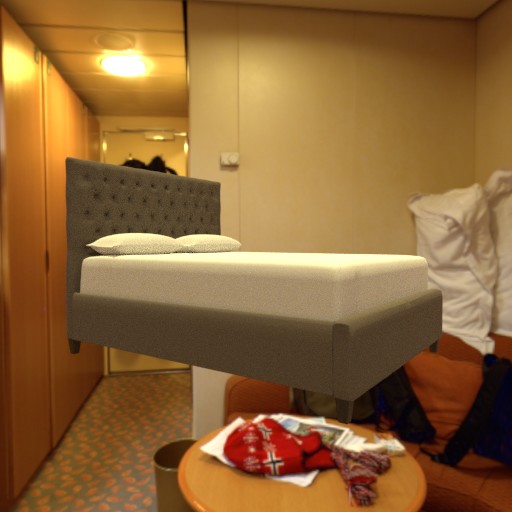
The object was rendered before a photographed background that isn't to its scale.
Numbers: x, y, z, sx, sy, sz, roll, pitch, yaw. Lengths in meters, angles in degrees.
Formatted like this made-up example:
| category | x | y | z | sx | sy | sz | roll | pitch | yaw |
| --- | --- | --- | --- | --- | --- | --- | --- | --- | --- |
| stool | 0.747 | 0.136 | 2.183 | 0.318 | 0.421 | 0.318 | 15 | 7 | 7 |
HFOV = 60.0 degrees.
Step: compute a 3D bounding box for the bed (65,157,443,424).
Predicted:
| category | x | y | z | sx | sy | sz | roll | pitch | yaw |
| --- | --- | --- | --- | --- | --- | --- | --- | --- | --- |
| bed | 0.000 | 0.000 | 3.252 | 2.233 | 1.426 | 1.696 | 1 | 2 | 36 |
